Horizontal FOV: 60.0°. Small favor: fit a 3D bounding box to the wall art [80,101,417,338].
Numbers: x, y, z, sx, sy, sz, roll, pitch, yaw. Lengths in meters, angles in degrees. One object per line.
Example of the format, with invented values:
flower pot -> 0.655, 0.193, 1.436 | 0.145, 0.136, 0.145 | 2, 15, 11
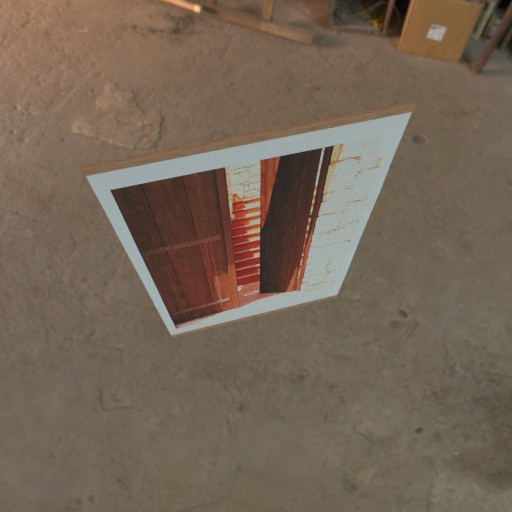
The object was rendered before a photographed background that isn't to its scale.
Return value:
wall art -> 0.000, 0.000, 1.973 | 1.019, 1.527, 0.019 | -13, 63, -7
